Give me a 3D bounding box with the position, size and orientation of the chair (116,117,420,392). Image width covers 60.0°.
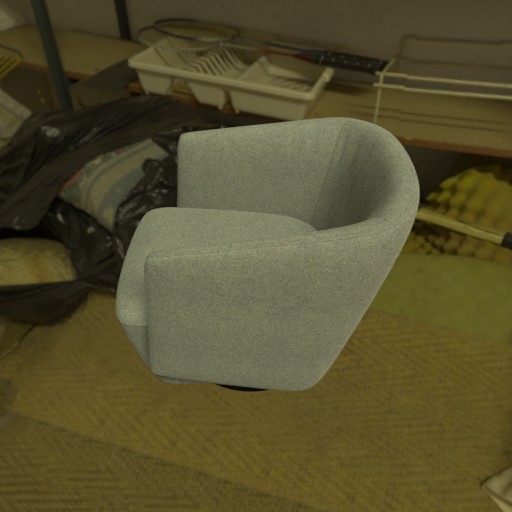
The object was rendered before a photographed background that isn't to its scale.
[{"bbox_3d":[0.000,0.000,1.690,0.986,0.861,0.822,0,40,0],"label":"chair"}]
